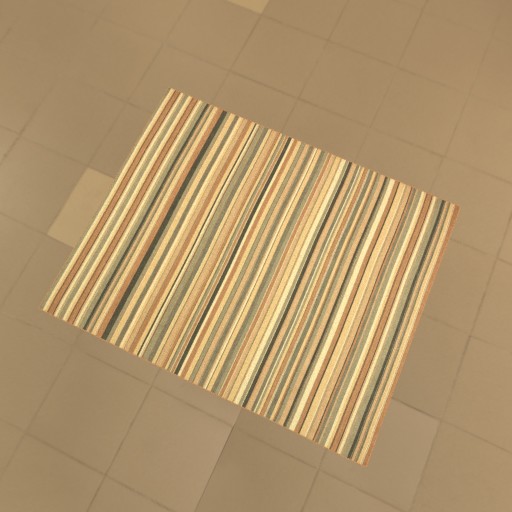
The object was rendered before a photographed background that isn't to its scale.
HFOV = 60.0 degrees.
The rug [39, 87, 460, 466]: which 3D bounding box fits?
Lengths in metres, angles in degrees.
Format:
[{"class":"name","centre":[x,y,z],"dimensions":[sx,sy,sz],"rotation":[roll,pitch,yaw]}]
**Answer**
[{"class":"rug","centre":[0.000,0.000,3.970],"dimensions":[3.045,0.011,2.436],"rotation":[24,77,6]}]
